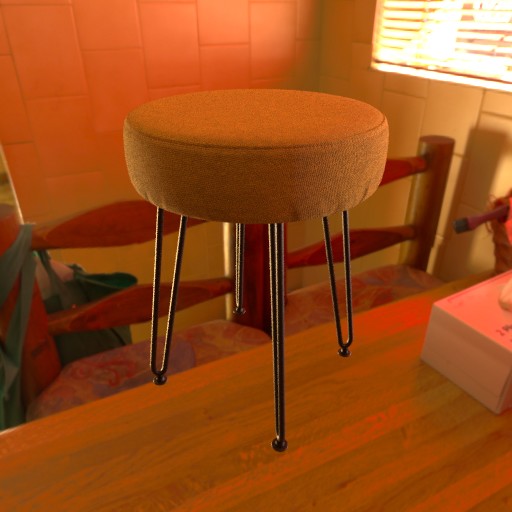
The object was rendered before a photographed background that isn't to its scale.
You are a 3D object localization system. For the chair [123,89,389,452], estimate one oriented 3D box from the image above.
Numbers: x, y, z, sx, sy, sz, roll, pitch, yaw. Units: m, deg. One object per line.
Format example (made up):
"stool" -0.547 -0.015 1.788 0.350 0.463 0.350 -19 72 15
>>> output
"chair" 0.000 0.000 0.688 0.345 0.455 0.345 18 34 28
